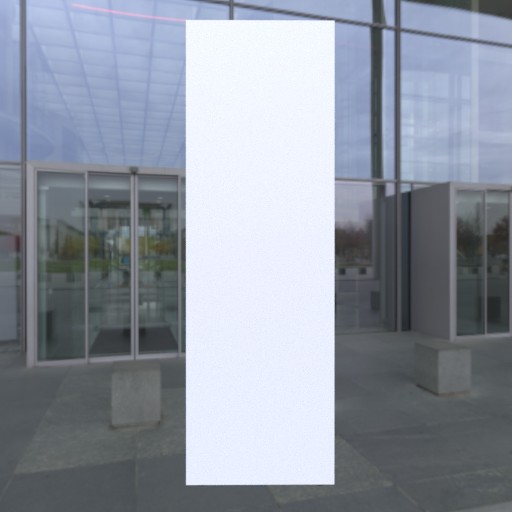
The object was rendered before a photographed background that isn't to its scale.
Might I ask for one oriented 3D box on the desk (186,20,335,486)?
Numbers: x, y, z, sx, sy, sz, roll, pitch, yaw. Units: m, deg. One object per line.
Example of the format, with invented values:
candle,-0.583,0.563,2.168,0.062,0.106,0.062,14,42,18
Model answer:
desk,0.000,0.000,1.543,0.390,1.190,0.850,0,0,0
